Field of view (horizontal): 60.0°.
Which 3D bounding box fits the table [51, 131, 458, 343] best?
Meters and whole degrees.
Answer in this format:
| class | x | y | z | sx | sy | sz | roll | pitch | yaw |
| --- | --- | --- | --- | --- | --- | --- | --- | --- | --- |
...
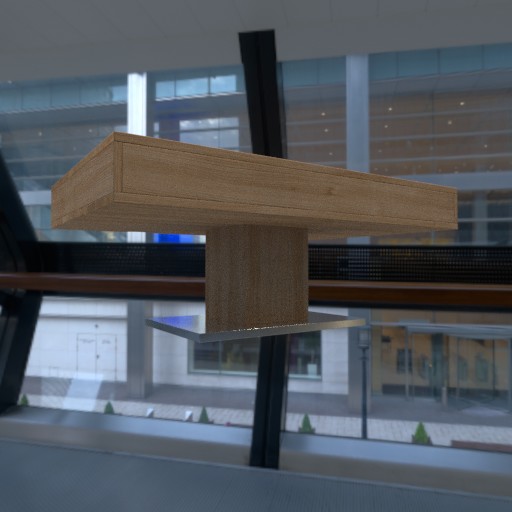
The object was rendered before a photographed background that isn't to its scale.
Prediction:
| class | x | y | z | sx | sy | sz | roll | pitch | yaw |
| --- | --- | --- | --- | --- | --- | --- | --- | --- | --- |
| table | 0.000 | 0.000 | 1.417 | 1.100 | 0.440 | 0.700 | 1 | -2 | -34 |
